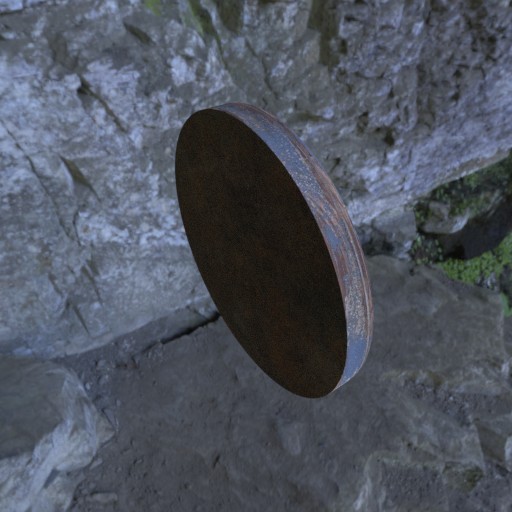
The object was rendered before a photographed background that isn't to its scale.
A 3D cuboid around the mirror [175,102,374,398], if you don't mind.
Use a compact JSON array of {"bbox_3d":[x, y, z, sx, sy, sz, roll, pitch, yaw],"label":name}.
[{"bbox_3d":[0.000,0.000,0.885,0.061,0.585,0.585,-24,47,-25],"label":"mirror"}]
